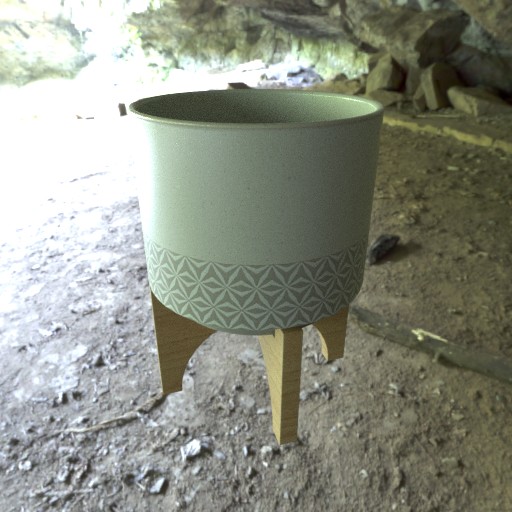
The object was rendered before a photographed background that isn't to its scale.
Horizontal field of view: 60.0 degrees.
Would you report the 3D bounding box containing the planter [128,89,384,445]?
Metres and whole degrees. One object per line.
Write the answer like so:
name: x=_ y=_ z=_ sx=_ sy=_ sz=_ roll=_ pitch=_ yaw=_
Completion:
planter: x=0.000 y=0.000 z=0.393 sx=0.188 sy=0.260 sz=0.188 roll=0 pitch=26 yaw=0
